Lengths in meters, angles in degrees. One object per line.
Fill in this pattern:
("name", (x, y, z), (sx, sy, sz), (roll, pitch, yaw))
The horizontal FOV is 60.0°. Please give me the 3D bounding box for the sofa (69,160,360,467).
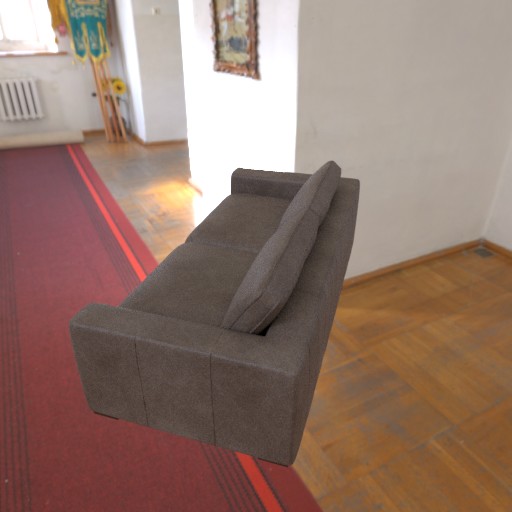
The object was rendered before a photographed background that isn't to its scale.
("sofa", (0.000, 0.000, 2.807), (1.070, 0.801, 2.262), (9, 31, 15))
